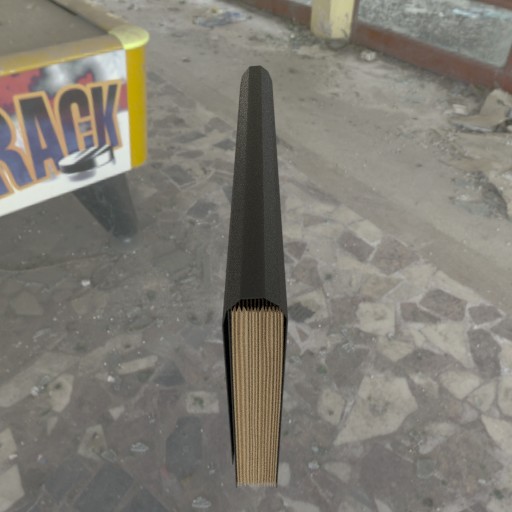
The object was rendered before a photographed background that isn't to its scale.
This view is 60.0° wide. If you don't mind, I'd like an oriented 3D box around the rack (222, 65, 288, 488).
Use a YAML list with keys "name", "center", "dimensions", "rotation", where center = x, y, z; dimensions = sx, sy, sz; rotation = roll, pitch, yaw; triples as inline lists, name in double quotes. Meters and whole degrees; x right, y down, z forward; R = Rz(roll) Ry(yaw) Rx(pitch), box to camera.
- name: "rack"
  center: [0.000, 0.000, 0.423]
  dimensions: [0.041, 0.241, 0.330]
  rotation: [0, 42, 0]
